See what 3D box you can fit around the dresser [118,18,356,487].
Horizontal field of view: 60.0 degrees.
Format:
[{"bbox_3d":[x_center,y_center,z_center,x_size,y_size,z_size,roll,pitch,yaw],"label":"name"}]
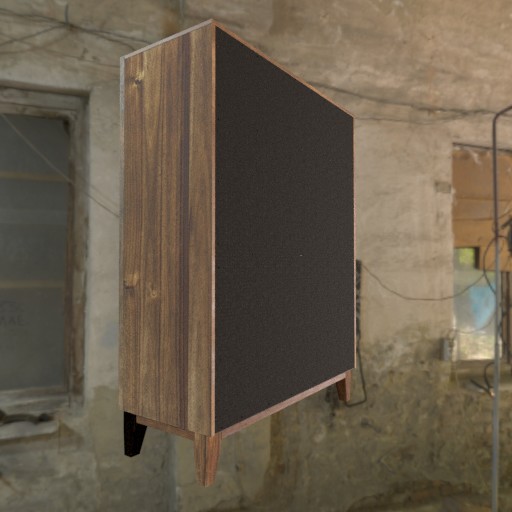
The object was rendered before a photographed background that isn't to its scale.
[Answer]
[{"bbox_3d":[0.000,0.000,1.863,0.442,1.393,1.062,-1,-1,36],"label":"dresser"}]
